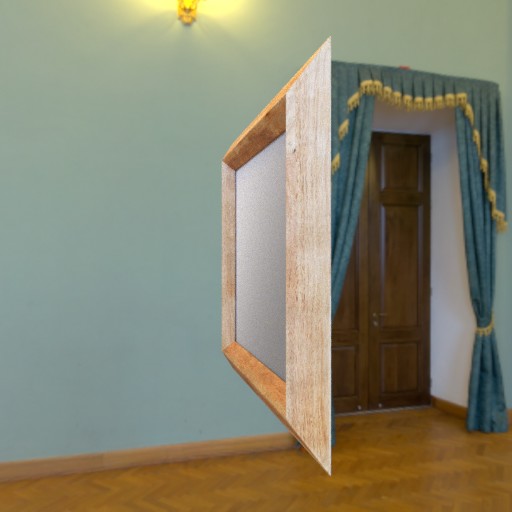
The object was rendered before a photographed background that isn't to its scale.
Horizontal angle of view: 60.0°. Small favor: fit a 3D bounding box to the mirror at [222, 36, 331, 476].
[{"bbox_3d":[0.000,0.000,0.961,0.047,0.651,0.651,0,0,-16],"label":"mirror"}]
